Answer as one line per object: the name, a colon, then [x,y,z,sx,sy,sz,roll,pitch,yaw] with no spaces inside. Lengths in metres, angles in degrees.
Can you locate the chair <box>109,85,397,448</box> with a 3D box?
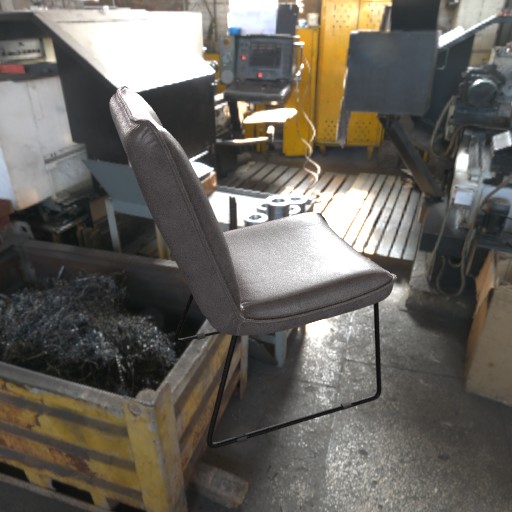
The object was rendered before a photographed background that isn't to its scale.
chair: [0.000,0.000,1.323,0.688,0.932,0.515,-10,31,-17]
